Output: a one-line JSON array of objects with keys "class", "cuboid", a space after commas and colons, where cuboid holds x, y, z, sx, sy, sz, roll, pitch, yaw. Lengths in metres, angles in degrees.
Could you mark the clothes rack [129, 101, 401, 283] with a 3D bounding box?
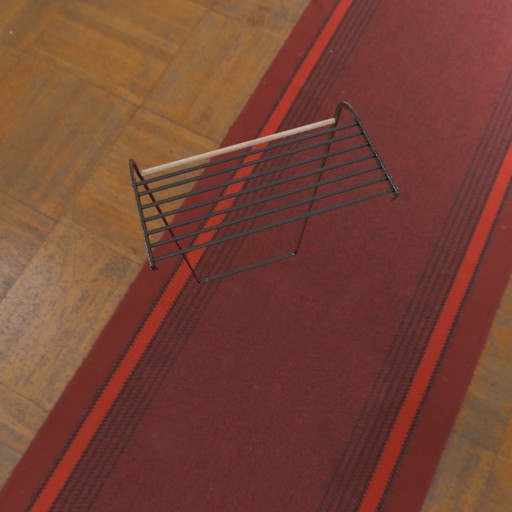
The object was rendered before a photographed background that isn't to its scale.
[{"class": "clothes rack", "cuboid": [0.000, 0.000, 1.817, 0.609, 1.574, 0.349, -17, 74, -5]}]
